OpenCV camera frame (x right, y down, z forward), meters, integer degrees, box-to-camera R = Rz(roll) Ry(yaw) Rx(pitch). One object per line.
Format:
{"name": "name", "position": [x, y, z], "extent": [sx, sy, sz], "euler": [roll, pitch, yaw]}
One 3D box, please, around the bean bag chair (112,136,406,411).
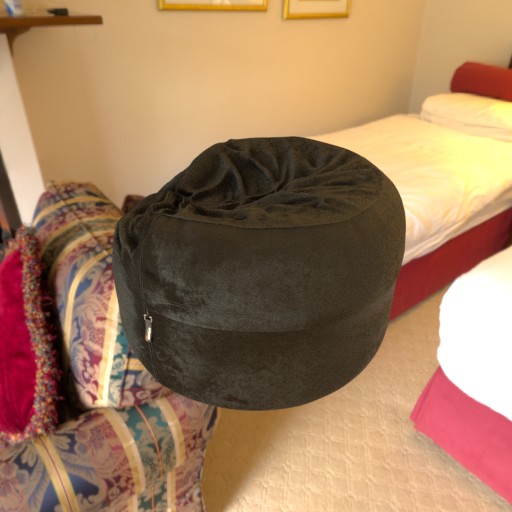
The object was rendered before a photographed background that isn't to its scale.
{"name": "bean bag chair", "position": [0.000, 0.000, 1.466], "extent": [0.918, 0.605, 0.918], "euler": [0, 31, 0]}
